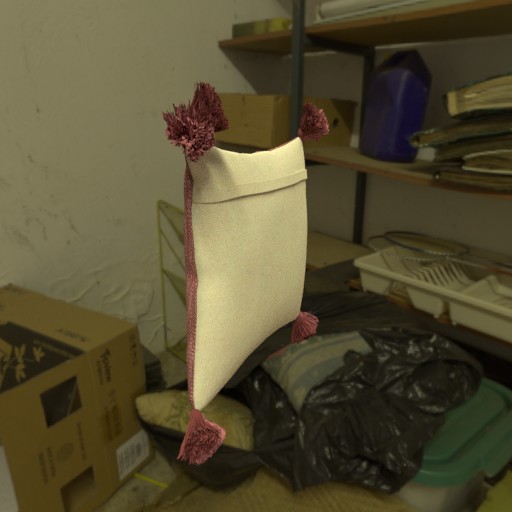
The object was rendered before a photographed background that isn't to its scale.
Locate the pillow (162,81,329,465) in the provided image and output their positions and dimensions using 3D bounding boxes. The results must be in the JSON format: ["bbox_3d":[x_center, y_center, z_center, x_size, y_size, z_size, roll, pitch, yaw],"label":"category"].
[{"bbox_3d":[0.000,0.000,0.948,0.138,0.659,0.641,8,18,27],"label":"pillow"}]
